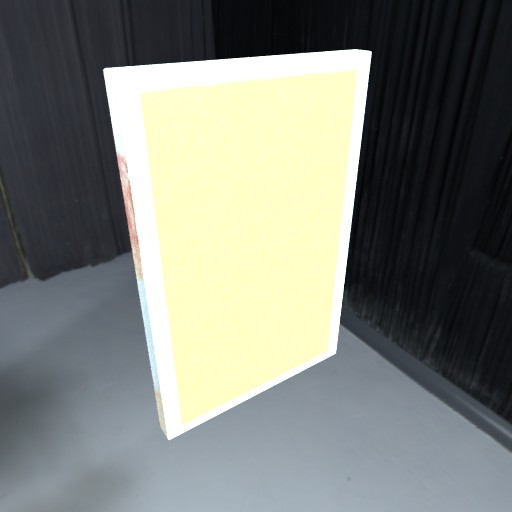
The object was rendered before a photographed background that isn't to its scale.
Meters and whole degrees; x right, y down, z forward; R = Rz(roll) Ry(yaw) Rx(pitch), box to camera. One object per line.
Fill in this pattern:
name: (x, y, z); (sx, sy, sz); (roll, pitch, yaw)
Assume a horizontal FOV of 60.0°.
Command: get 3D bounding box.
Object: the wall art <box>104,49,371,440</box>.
wall art: (0.000, 0.000, 0.744); (0.401, 0.610, 0.038); (-19, 35, -29)
